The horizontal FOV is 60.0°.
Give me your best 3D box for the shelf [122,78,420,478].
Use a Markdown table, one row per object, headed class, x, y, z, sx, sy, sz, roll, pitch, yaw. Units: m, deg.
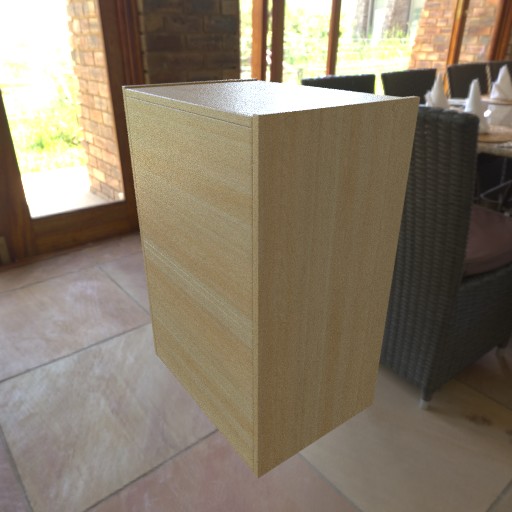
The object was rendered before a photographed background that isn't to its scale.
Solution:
| class | x | y | z | sx | sy | sz | roll | pitch | yaw |
| --- | --- | --- | --- | --- | --- | --- | --- | --- | --- |
| shelf | 0.000 | 0.000 | 0.844 | 0.290 | 0.592 | 0.414 | -18 | 31 | -32 |
